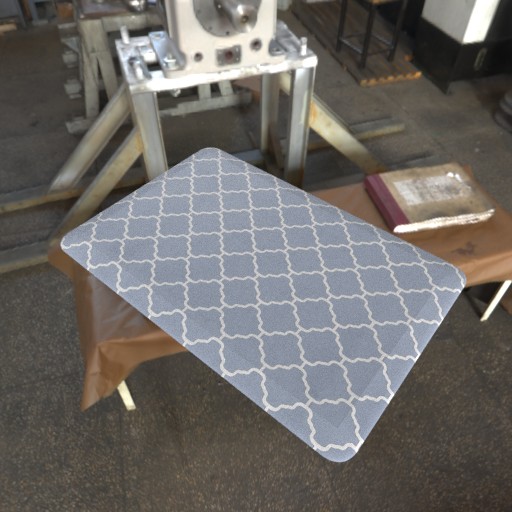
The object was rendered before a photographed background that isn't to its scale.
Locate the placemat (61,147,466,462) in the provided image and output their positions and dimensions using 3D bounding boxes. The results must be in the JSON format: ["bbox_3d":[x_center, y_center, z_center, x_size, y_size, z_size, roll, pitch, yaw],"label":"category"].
[{"bbox_3d":[0.000,0.000,0.960,0.762,0.021,0.508,31,55,26],"label":"placemat"}]
